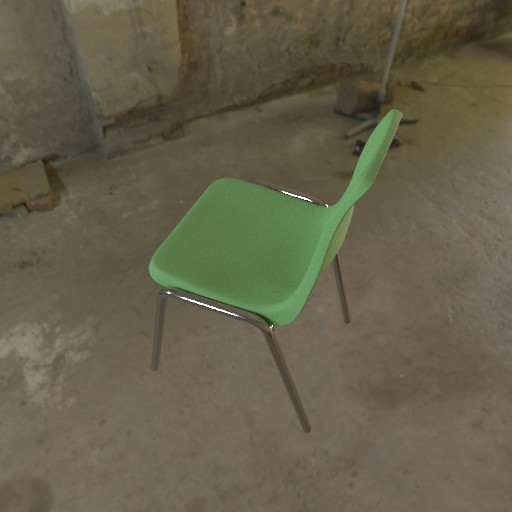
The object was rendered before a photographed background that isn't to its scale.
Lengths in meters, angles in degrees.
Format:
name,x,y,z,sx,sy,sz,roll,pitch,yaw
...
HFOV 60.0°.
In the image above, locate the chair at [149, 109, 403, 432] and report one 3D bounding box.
name,x,y,z,sx,sy,sz,roll,pitch,yaw
chair,0.000,0.000,0.952,0.436,0.704,0.381,19,51,16
